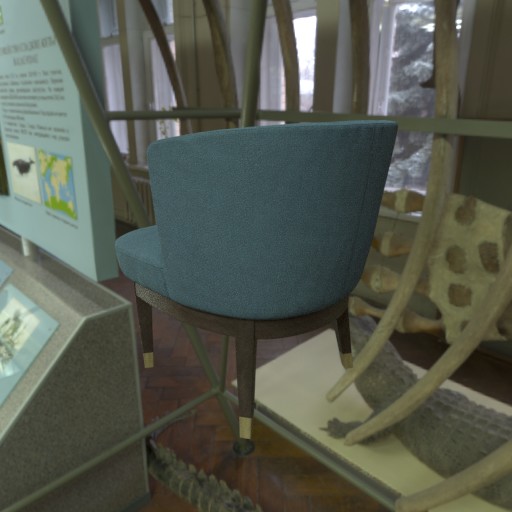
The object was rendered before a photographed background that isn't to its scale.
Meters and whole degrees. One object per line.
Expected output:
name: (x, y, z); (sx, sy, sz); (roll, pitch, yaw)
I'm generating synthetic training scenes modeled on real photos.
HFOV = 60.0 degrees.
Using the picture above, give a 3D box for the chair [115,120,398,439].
chair: (0.000, 0.000, 1.279); (0.661, 0.760, 0.702); (-17, 25, -42)
